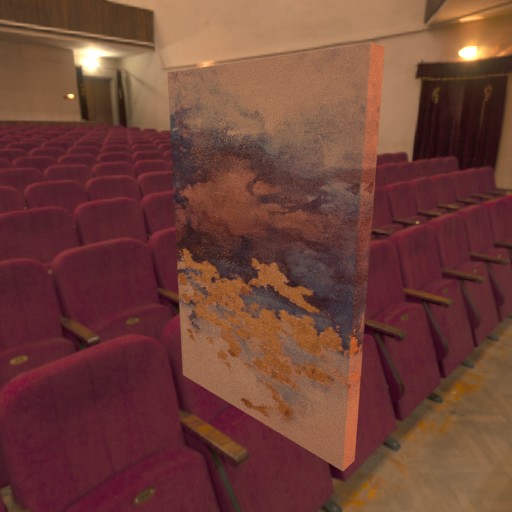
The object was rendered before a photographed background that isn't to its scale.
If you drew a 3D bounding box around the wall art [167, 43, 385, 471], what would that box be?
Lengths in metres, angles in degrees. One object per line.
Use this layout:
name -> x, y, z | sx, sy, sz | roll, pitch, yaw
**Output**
wall art -> 0.000, 0.000, 1.078 | 0.583, 0.874, 0.048 | 15, 22, 42
